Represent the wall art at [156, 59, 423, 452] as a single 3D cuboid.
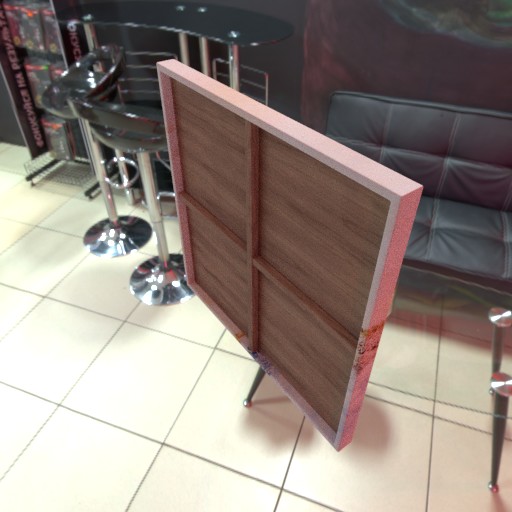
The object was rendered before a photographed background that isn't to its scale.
[{"bbox_3d":[0.000,0.000,1.559,0.071,1.061,1.061,-26,47,-27],"label":"wall art"}]
